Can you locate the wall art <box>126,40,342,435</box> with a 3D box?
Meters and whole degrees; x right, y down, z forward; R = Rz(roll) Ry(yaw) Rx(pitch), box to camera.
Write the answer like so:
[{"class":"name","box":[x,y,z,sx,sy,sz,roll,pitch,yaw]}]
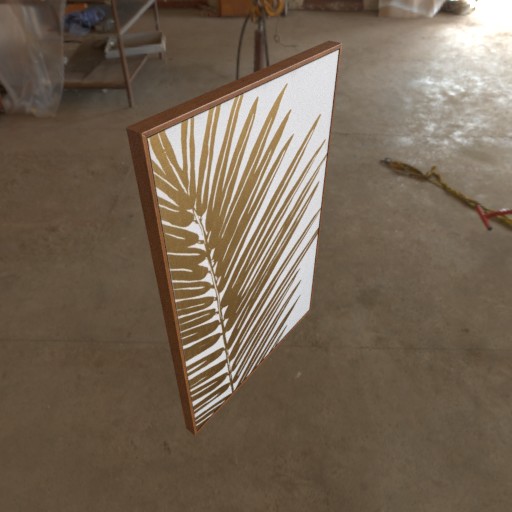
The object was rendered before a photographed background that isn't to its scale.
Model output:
[{"class":"wall art","box":[0.000,0.000,1.156,0.037,0.914,0.610,27,47,28]}]
